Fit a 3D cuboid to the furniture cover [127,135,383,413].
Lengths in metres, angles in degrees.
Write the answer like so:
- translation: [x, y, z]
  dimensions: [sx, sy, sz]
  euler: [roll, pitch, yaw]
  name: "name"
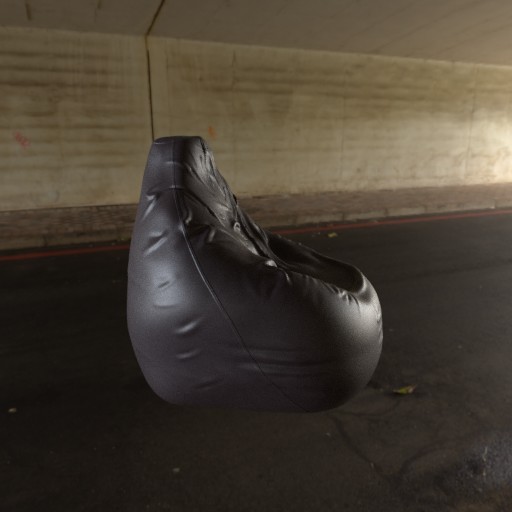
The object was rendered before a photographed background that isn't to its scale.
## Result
- translation: [0.000, 0.000, 1.888]
  dimensions: [1.070, 0.990, 1.070]
  euler: [2, 15, 8]
  name: "furniture cover"
